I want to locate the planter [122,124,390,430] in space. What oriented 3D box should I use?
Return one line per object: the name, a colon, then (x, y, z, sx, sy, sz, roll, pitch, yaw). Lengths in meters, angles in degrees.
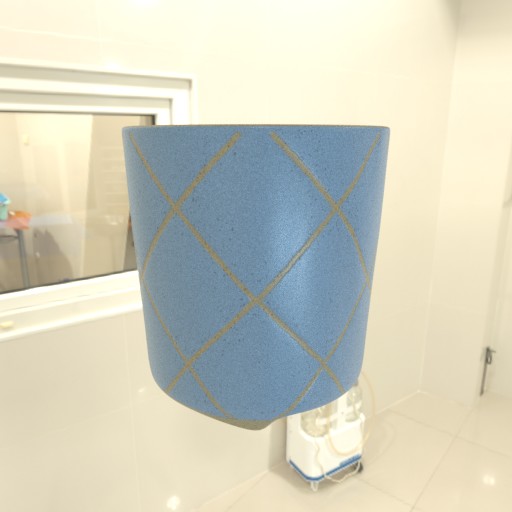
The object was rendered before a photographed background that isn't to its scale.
planter: (0.000, 0.000, 0.421, 0.227, 0.235, 0.227, 0, 15, 0)
